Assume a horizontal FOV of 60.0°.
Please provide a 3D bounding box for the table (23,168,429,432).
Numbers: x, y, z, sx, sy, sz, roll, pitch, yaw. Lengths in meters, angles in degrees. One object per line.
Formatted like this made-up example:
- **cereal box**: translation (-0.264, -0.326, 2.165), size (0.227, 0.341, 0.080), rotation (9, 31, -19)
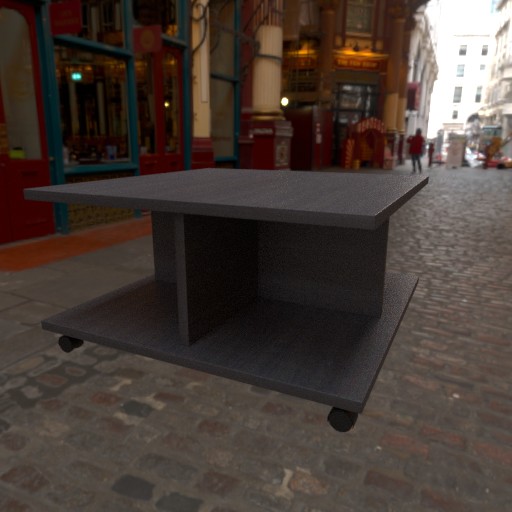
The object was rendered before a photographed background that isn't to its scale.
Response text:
- **table**: translation (0.000, 0.000, 1.189), size (0.762, 0.396, 0.762), rotation (7, 17, 25)
